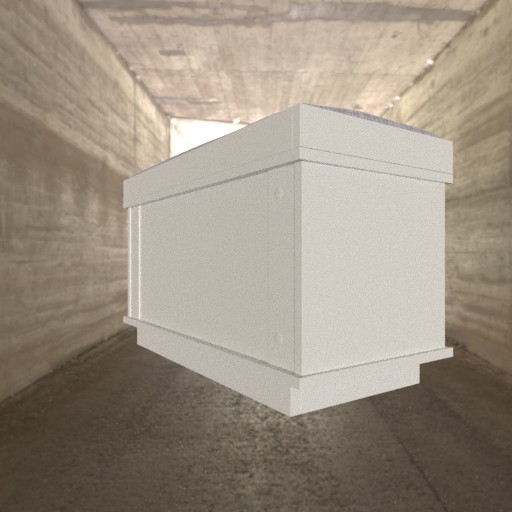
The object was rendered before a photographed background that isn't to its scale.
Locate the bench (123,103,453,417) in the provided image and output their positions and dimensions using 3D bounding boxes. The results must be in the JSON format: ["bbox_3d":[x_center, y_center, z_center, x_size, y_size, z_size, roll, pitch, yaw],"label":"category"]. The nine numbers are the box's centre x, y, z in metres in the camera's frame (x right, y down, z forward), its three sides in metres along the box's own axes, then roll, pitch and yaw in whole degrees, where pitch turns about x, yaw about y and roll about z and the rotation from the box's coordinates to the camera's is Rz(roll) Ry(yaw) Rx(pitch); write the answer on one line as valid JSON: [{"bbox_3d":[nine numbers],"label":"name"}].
[{"bbox_3d":[0.000,0.000,0.989,0.362,0.461,0.734,0,0,-34],"label":"bench"}]
